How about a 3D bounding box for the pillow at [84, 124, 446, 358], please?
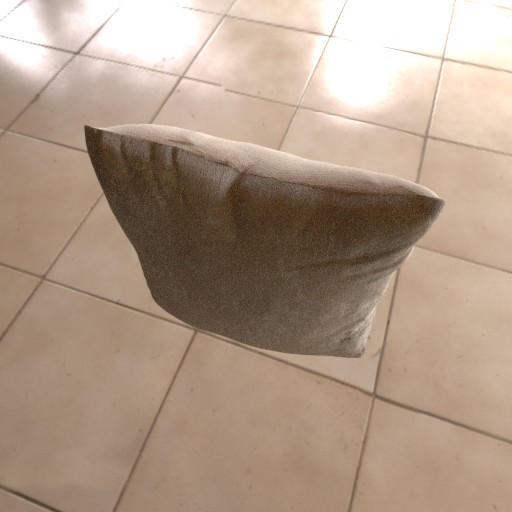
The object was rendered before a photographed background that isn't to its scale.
[{"bbox_3d":[0.000,0.000,0.709,0.450,0.448,0.245,16,59,10],"label":"pillow"}]
